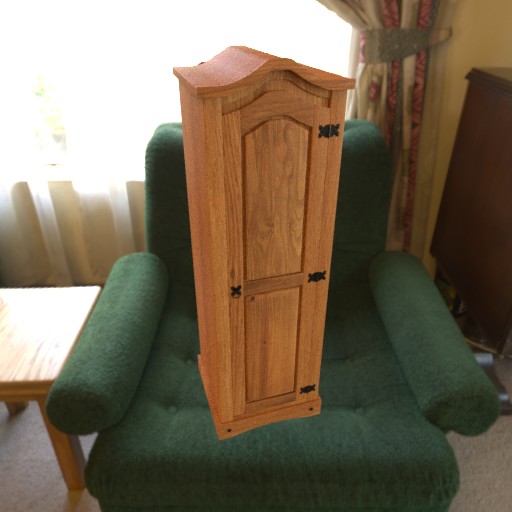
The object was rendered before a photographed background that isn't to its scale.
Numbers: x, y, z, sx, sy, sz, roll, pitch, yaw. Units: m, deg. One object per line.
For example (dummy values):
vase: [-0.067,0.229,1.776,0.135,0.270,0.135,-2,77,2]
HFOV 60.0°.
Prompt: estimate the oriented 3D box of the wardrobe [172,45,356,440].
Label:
wardrobe: [0.000,0.000,2.210,0.590,1.870,0.570,-9,31,-15]
